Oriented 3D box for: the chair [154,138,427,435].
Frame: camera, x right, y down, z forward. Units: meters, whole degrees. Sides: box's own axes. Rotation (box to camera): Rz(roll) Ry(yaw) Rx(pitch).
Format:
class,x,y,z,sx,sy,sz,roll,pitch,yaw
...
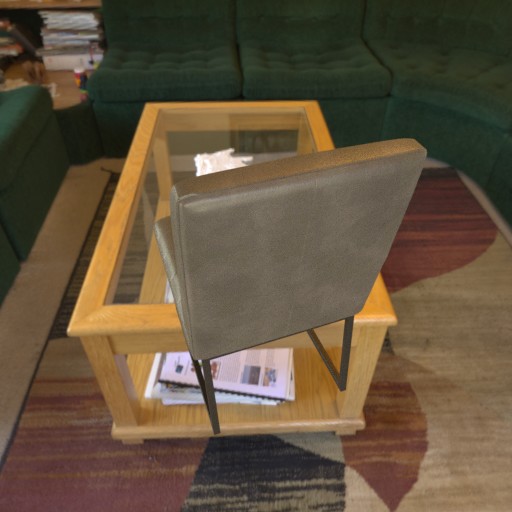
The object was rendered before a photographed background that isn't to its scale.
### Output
class,x,y,z,sx,sy,sz,roll,pitch,yaw
chair,0.000,0.000,1.314,0.520,0.930,0.634,-14,43,-15
